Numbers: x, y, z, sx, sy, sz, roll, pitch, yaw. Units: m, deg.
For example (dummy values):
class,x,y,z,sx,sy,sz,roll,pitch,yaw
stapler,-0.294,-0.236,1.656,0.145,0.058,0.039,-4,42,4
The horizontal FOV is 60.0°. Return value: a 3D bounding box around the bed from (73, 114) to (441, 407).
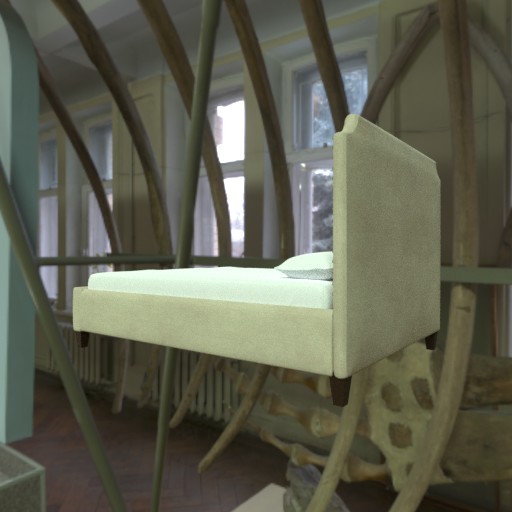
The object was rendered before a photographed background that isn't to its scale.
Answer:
class,x,y,z,sx,sy,sz,roll,pitch,yaw
bed,0.000,0.000,3.457,2.372,1.443,1.712,0,0,37
